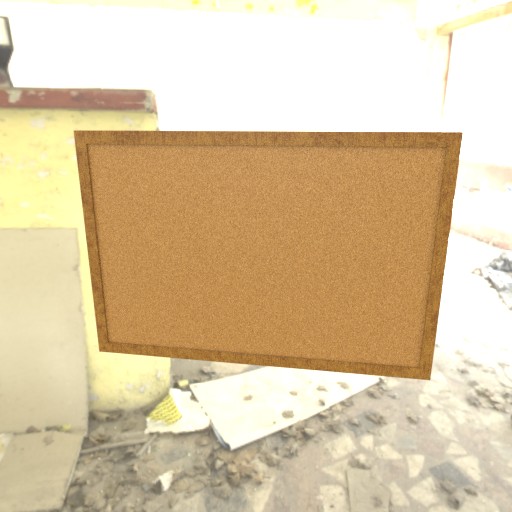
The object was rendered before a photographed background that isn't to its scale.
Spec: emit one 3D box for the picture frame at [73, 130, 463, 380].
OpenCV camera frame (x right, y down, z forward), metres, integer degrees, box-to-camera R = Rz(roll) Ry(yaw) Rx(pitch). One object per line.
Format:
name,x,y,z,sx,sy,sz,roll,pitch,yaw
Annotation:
picture frame,0.000,0.000,1.144,0.922,0.621,0.029,3,17,9
